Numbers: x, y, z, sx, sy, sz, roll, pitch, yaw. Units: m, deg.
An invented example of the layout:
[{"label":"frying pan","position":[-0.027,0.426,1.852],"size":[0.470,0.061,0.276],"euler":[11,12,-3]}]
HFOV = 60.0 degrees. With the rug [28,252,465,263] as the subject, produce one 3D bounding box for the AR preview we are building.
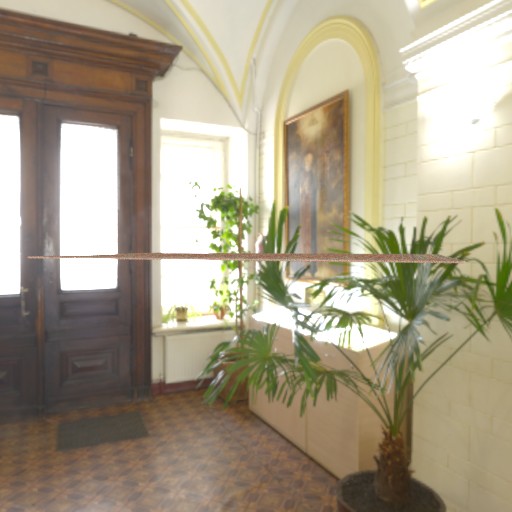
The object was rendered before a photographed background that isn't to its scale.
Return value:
[{"label":"rug","position":[0.000,0.000,3.046],"size":[2.439,0.011,1.533],"euler":[0,1,18]}]
